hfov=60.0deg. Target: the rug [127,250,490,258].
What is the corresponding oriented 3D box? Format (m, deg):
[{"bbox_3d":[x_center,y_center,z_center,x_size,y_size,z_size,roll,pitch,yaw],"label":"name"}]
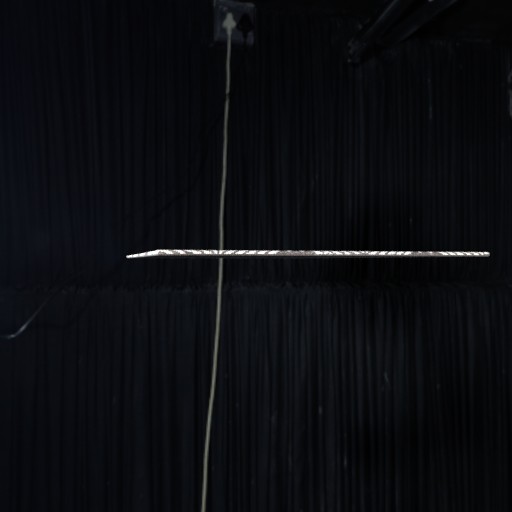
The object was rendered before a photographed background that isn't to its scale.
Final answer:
[{"bbox_3d":[0.000,0.000,2.303,1.210,0.016,1.833,0,-1,-19],"label":"rug"}]
